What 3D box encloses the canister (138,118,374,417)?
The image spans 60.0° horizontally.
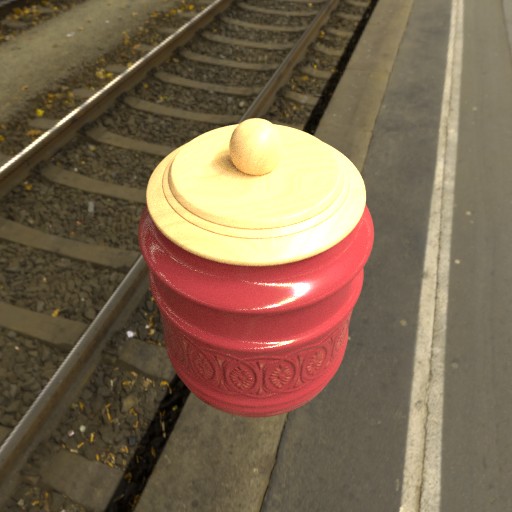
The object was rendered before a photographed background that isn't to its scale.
[{"bbox_3d":[0.000,0.000,0.269,0.130,0.176,0.130,0,46,0],"label":"canister"}]
